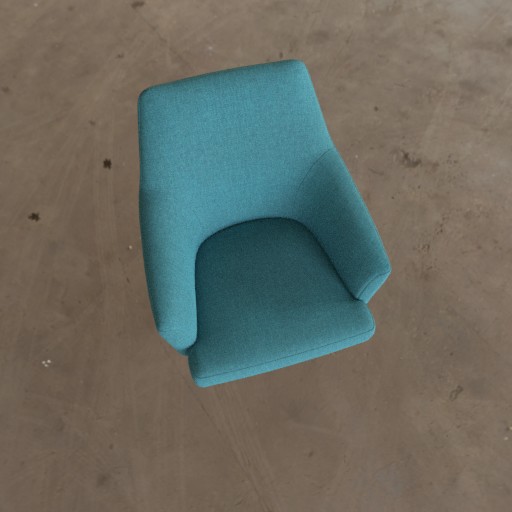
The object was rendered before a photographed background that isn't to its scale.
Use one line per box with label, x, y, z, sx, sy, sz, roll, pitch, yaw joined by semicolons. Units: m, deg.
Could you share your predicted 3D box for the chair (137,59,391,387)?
chair;0.000;0.000;1.371;0.642;0.874;0.677;-14;63;-7
